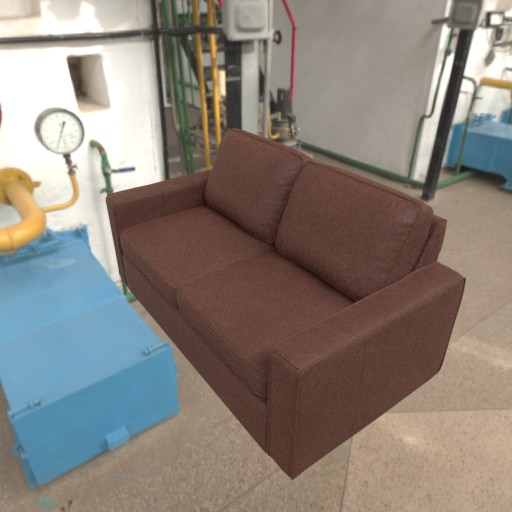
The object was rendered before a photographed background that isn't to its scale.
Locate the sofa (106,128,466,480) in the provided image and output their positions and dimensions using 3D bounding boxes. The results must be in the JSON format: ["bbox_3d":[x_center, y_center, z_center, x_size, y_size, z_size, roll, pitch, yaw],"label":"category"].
[{"bbox_3d":[0.000,0.000,2.235,0.947,0.918,1.709,-21,37,-30],"label":"sofa"}]
